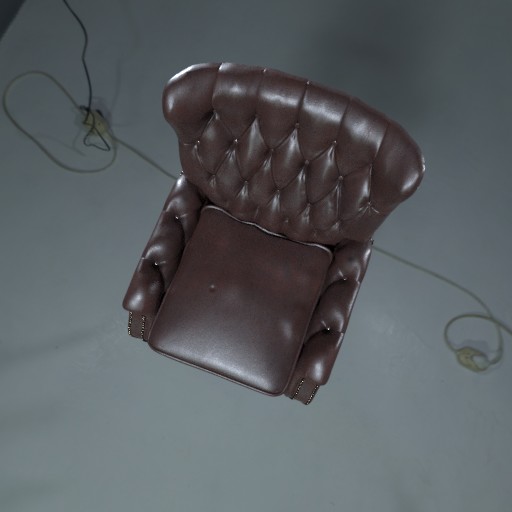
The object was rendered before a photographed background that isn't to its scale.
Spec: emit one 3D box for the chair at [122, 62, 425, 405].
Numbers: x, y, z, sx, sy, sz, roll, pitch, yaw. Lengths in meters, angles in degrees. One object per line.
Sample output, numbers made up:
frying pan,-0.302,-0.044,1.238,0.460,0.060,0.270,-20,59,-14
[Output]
chair,0.000,0.000,1.482,0.709,0.864,0.823,20,77,5
